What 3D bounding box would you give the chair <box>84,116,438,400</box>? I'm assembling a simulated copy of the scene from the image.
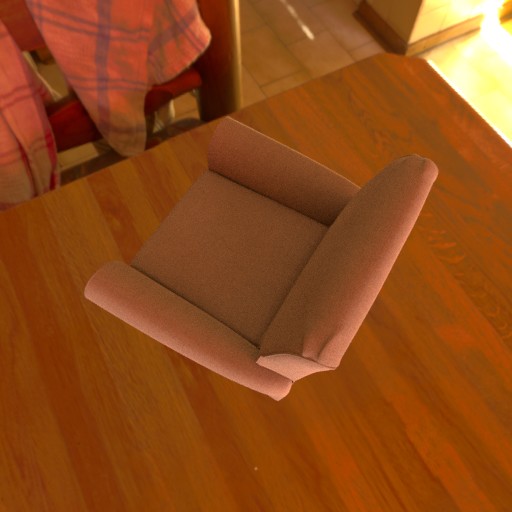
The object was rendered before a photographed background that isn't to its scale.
[{"bbox_3d":[0.000,0.000,1.751,0.905,1.061,0.978,29,68,13],"label":"chair"}]
